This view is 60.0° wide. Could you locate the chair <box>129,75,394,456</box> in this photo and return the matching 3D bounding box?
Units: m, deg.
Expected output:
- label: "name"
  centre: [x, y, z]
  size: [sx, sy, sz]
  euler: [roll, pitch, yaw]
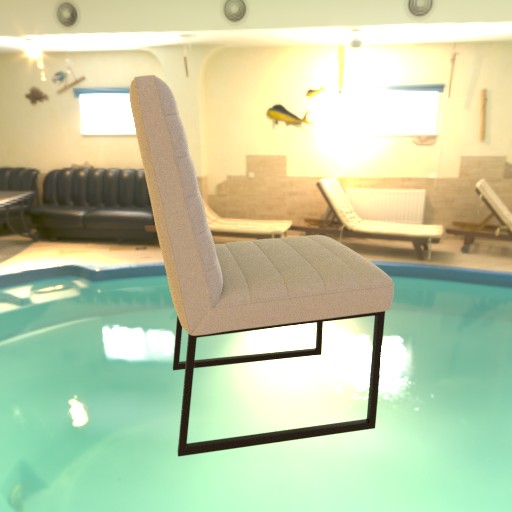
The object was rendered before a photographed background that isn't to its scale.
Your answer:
- label: "chair"
  centre: [0.000, 0.000, 1.297]
  size: [0.634, 0.930, 0.520]
  euler: [-3, 16, -11]
